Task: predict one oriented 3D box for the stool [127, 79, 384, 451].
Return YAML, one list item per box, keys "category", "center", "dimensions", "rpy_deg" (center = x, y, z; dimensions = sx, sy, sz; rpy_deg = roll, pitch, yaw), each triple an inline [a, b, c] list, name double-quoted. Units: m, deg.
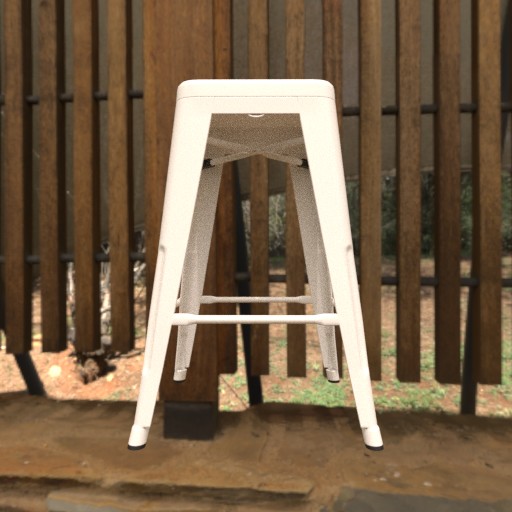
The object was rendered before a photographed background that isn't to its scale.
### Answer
- category: "stool"
  center: [0.000, 0.000, 0.895]
  dimensions: [0.406, 0.610, 0.406]
  rpy_deg: [0, 0, 0]
